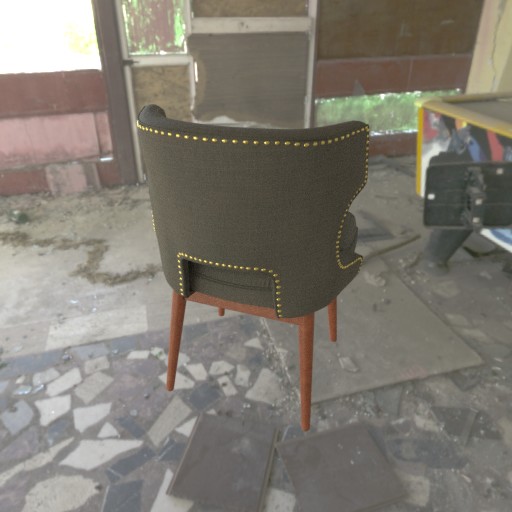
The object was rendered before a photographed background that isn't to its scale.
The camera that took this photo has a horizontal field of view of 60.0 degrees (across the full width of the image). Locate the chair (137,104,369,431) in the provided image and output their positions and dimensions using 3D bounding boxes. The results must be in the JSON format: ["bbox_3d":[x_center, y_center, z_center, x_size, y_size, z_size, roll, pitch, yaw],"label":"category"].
[{"bbox_3d":[0.000,0.000,1.289,0.595,0.863,0.581,10,32,17],"label":"chair"}]
